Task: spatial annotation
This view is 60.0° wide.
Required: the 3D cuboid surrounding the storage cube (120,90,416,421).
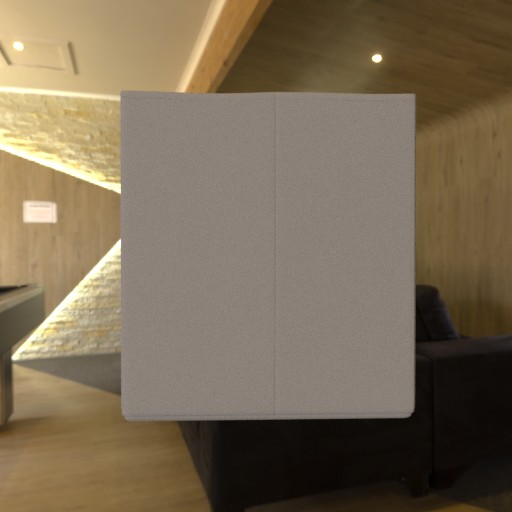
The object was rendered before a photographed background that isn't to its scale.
[{"bbox_3d":[0.000,0.000,0.507,0.270,0.280,0.270,0,1,-2],"label":"storage cube"}]
